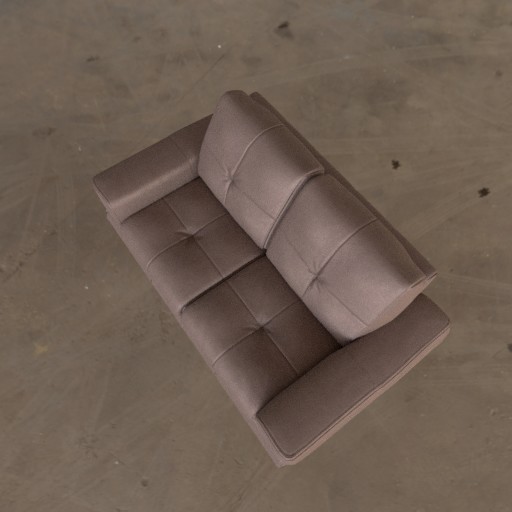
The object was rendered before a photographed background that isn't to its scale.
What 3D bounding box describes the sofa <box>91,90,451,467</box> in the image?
[{"bbox_3d":[0.000,0.000,2.322,1.018,0.907,1.806,-33,68,-15],"label":"sofa"}]
